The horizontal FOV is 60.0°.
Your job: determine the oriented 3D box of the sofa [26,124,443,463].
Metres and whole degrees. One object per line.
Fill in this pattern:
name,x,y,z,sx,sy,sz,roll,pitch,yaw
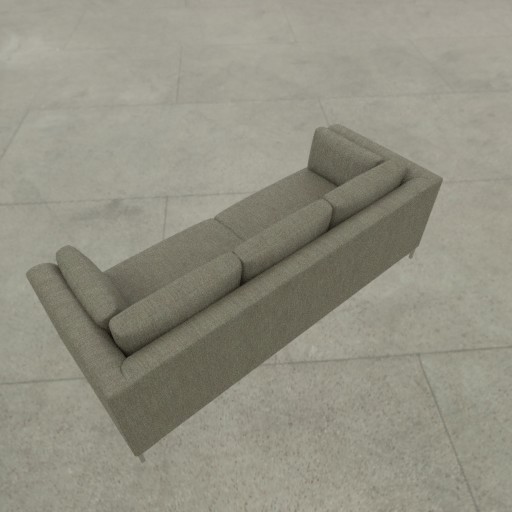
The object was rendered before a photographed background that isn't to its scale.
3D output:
sofa,0.000,0.000,2.848,2.415,0.867,0.969,-31,53,-27
